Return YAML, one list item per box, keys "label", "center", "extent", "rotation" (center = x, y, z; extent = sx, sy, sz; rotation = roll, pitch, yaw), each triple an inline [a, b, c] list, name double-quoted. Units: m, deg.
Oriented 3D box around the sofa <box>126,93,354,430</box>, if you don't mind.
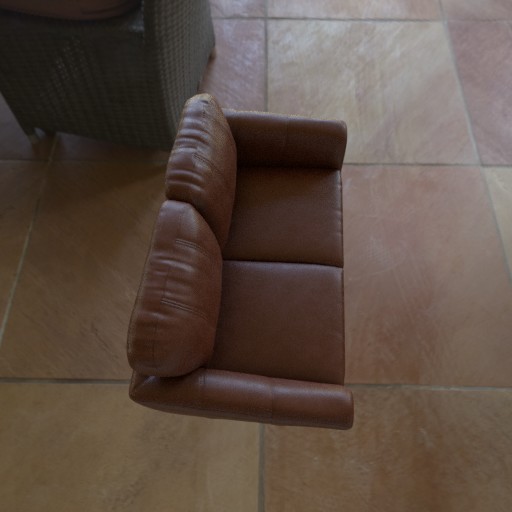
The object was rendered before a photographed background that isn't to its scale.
- label: "sofa"
  center: [0.000, 0.000, 1.964]
  extent: [0.805, 0.906, 1.406]
  rotation: [4, 64, 2]
